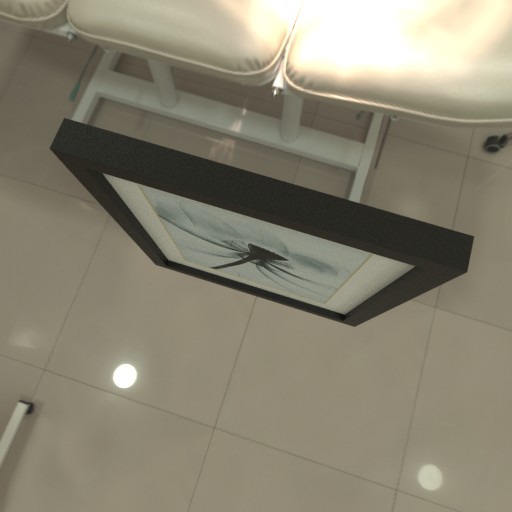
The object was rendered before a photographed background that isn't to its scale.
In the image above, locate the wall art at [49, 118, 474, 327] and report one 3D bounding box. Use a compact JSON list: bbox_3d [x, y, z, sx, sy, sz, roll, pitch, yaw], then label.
[{"bbox_3d":[0.000,0.000,0.521,0.330,0.381,0.029,17,76,4],"label":"wall art"}]
